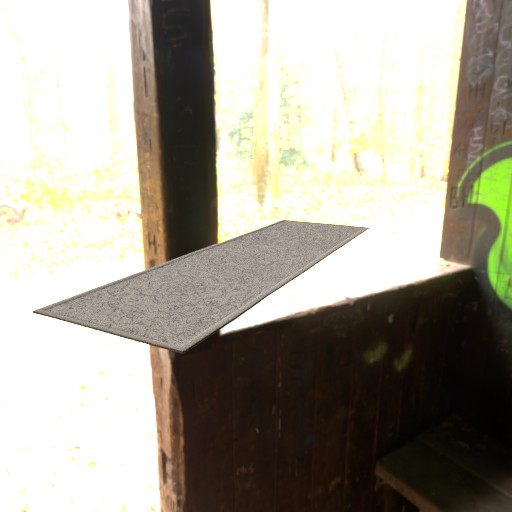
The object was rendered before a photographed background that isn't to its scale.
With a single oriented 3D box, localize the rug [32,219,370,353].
[{"bbox_3d":[0.000,0.000,2.666,0.769,0.012,2.448,8,16,27],"label":"rug"}]
